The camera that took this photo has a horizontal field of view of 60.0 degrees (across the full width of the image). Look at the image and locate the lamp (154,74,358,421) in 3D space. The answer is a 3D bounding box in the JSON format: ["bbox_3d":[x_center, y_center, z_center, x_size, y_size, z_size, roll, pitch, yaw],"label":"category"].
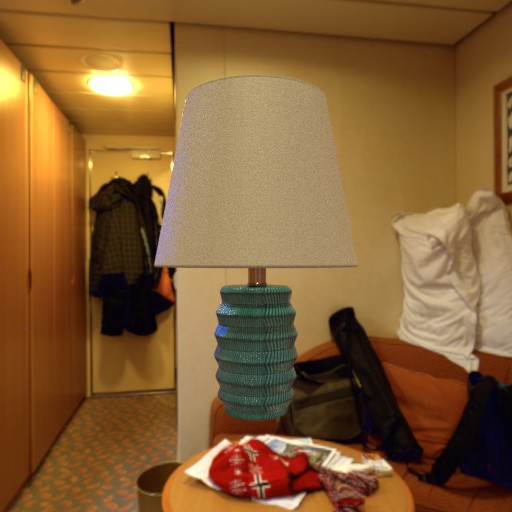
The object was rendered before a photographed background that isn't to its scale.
[{"bbox_3d":[0.000,0.000,0.568,0.254,0.392,0.254,0,0,0],"label":"lamp"}]
